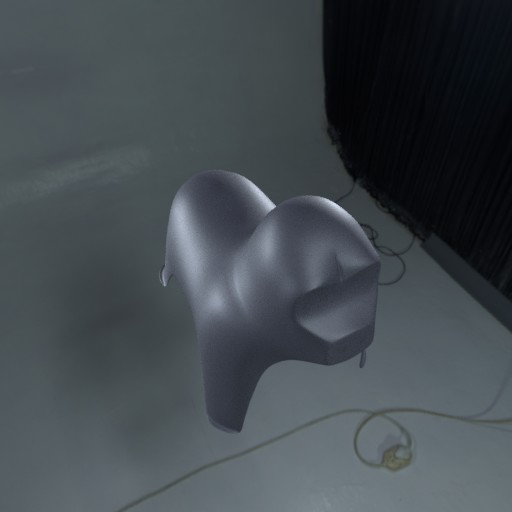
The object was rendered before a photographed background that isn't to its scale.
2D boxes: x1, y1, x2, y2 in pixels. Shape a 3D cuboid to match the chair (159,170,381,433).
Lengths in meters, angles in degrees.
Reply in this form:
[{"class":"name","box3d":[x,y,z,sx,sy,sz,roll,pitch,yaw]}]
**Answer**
[{"class":"chair","box3d":[0.000,0.000,1.117,0.490,0.600,0.758,-21,49,-19]}]
